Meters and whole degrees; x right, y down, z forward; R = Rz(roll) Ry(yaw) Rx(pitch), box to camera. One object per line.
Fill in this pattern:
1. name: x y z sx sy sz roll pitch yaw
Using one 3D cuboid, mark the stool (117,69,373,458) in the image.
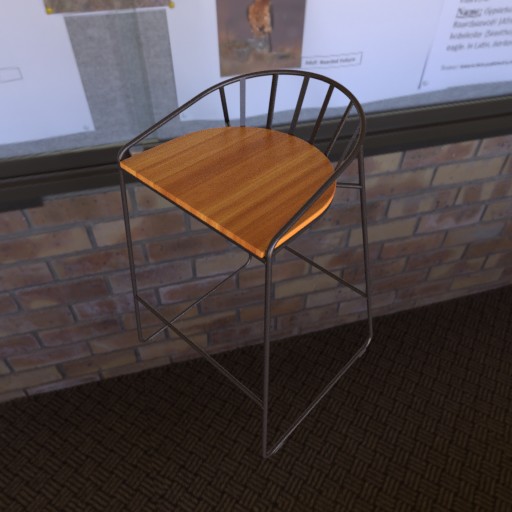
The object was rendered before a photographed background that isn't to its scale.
1. stool: 0.000 0.000 1.157 0.546 0.812 0.521 33 53 29
